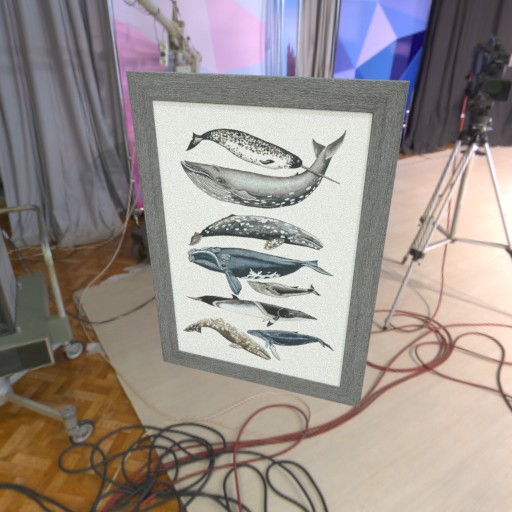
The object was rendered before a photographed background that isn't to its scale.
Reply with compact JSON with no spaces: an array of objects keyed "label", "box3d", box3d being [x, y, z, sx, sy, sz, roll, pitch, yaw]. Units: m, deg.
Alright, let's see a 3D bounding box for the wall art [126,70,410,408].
[{"label":"wall art","box3d":[0.000,0.000,1.411,0.768,1.070,0.020,9,30,16]}]
